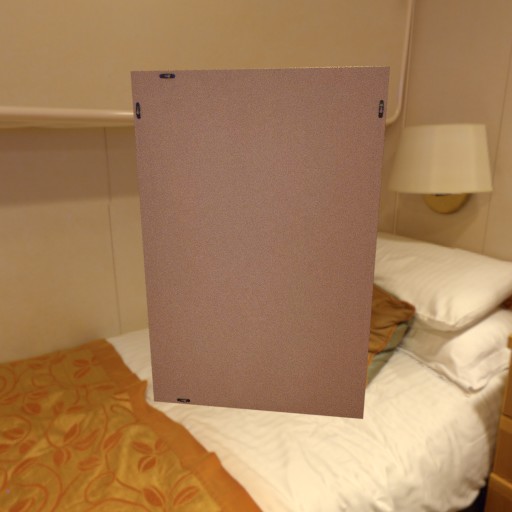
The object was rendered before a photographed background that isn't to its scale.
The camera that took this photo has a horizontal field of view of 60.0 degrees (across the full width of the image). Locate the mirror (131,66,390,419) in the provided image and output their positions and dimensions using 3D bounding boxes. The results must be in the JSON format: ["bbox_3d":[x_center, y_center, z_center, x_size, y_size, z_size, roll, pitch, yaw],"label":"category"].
[{"bbox_3d":[0.000,0.000,1.170,0.609,0.915,0.040,2,16,8],"label":"mirror"}]
